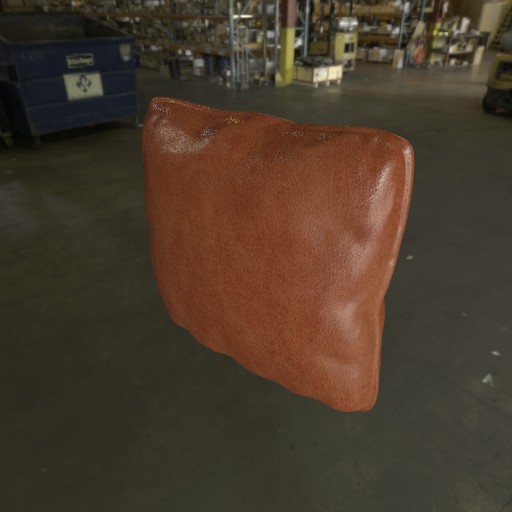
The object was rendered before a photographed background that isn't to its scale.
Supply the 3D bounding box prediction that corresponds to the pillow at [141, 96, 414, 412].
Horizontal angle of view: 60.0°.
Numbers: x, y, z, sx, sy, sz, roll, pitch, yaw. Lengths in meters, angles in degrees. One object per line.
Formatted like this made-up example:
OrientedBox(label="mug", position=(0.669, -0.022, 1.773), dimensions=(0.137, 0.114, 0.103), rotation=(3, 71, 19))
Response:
OrientedBox(label="pillow", position=(0.000, 0.000, 0.828), dimensions=(0.532, 0.523, 0.236), rotation=(20, 35, 32))
